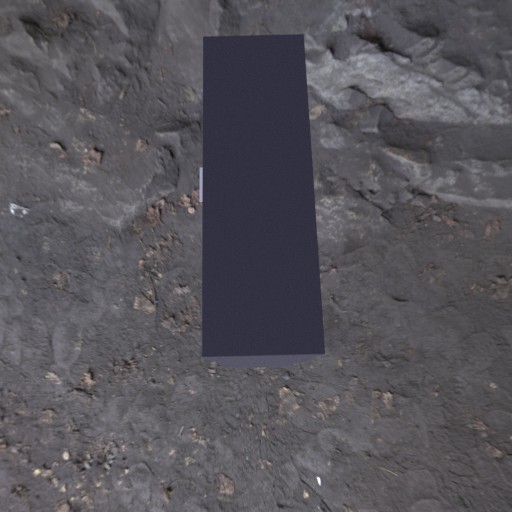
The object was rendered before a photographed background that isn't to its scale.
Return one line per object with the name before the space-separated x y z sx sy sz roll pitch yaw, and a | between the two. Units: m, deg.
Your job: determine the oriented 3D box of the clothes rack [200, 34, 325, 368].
clothes rack | 0.000 0.000 1.581 0.250 1.280 0.750 -2 75 0
